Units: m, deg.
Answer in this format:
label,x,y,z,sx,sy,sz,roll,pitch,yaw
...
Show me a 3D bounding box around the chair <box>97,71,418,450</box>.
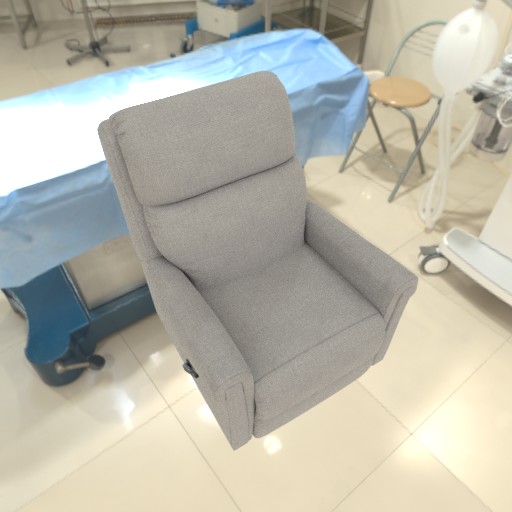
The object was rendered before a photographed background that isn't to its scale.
label,x,y,z,sx,sy,sz,roll,pitch,yaw
chair,0.000,0.000,1.745,0.838,1.054,1.014,-24,51,-21
